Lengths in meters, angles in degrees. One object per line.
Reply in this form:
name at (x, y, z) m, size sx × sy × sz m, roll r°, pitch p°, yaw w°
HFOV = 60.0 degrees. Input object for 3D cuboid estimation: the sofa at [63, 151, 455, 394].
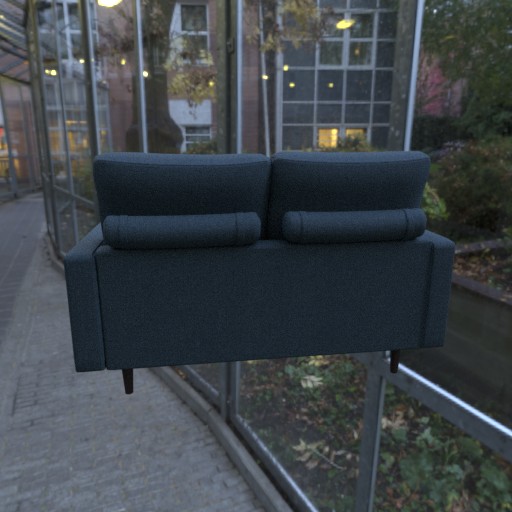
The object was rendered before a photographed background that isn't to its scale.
sofa at (0.000, 0.000, 1.950) m, size 1.407 × 0.907 × 0.842 m, roll -2°, pitch 15°, yaw -8°
